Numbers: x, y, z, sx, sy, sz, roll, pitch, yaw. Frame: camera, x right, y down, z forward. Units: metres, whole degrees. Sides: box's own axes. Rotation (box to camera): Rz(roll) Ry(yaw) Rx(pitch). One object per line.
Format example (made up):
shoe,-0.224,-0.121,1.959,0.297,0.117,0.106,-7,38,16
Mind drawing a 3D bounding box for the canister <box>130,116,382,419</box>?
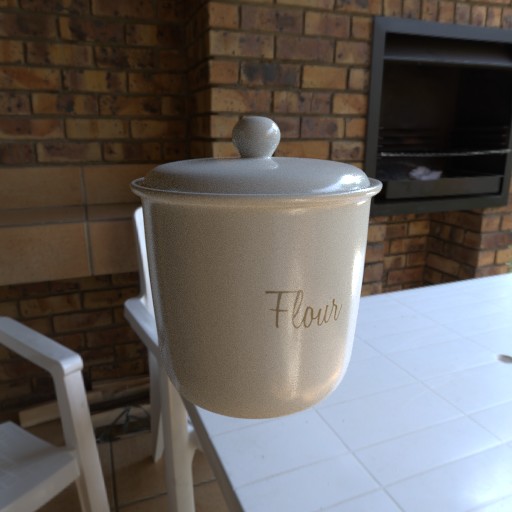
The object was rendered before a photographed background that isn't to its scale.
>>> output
canister,0.000,0.000,0.346,0.182,0.208,0.182,0,15,0
